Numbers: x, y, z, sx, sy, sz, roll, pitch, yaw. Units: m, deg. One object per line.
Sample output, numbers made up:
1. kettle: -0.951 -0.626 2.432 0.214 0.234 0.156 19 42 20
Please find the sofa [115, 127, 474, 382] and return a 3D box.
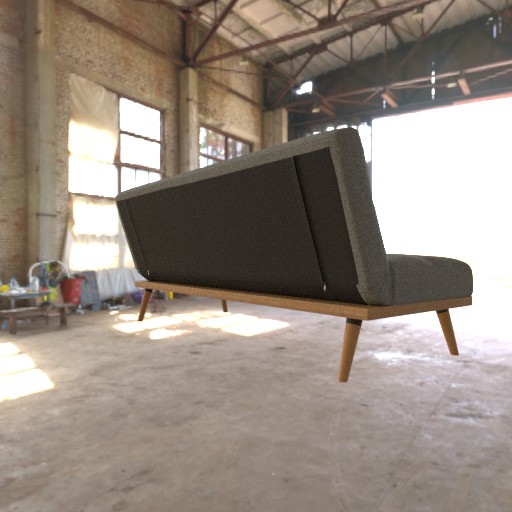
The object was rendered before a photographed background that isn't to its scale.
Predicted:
1. sofa: 0.000 0.000 2.226 0.800 0.800 1.820 0 0 -38
